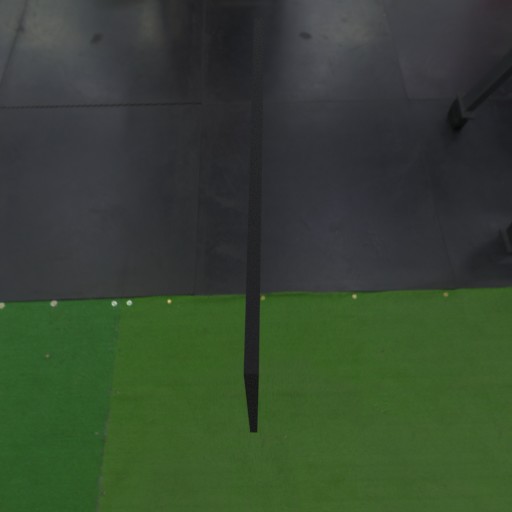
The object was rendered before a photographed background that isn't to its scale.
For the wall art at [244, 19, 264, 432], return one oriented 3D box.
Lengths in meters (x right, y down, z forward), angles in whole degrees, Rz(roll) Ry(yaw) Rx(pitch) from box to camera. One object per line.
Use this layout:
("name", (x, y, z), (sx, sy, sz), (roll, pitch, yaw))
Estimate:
("wall art", (0.000, 0.000, 0.673), (0.013, 0.458, 0.456), (1, 63, 0))
